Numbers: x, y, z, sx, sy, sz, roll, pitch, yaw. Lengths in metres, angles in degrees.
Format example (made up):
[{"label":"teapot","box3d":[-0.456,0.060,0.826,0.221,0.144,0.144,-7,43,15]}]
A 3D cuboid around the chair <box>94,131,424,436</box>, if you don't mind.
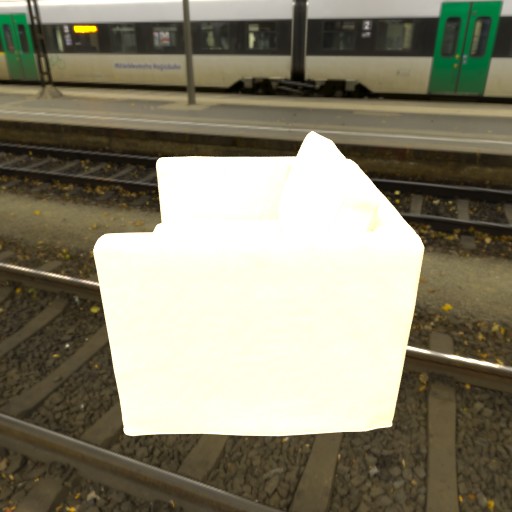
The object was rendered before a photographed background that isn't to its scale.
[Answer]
[{"label":"chair","box3d":[0.000,0.000,1.788,0.947,0.851,1.057,0,26,-1]}]
